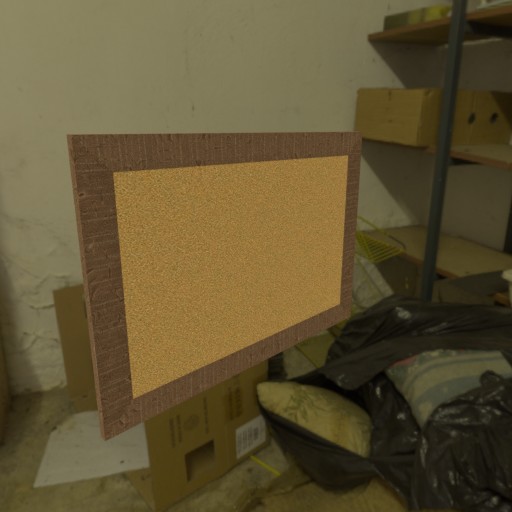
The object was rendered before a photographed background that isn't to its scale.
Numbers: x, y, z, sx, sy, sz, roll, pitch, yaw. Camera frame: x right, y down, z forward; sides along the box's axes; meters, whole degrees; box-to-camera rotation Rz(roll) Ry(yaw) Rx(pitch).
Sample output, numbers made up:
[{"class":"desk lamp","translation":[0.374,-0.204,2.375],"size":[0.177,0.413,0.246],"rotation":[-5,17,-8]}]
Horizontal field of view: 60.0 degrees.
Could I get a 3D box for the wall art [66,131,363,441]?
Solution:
[{"class":"wall art","translation":[0.000,0.000,1.168],"size":[0.917,0.626,0.019],"rotation":[-15,22,-42]}]
